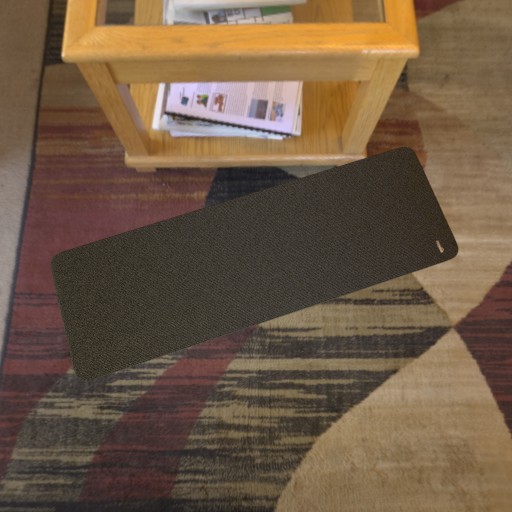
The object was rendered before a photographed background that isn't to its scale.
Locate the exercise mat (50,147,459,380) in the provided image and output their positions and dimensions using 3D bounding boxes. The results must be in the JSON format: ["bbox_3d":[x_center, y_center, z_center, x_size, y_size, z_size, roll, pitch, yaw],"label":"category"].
[{"bbox_3d":[0.000,0.000,2.100,1.869,0.021,0.616,-18,76,-5],"label":"exercise mat"}]
